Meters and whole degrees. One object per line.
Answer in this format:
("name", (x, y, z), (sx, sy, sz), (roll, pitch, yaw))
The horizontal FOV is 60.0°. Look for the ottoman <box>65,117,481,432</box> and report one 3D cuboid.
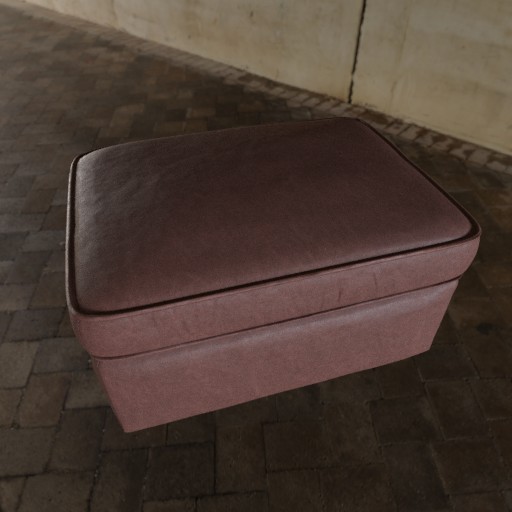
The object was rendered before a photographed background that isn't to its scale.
("ottoman", (0.000, 0.000, 1.031), (0.749, 0.449, 0.548), (-11, 43, -12))
